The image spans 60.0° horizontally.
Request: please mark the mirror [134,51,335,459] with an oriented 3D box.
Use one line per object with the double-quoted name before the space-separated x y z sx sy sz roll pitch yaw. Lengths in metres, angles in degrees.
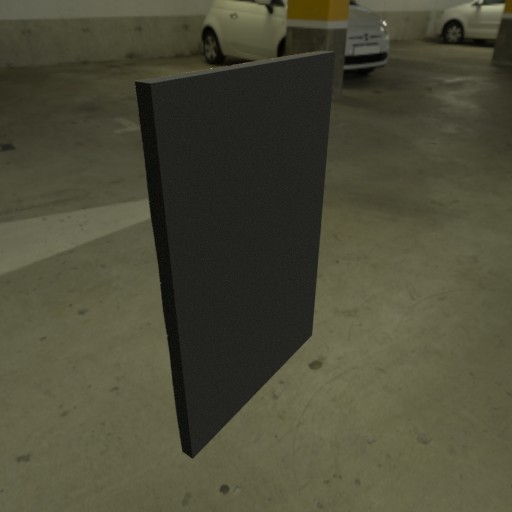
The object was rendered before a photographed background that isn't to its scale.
"mirror" 0.000 0.000 1.135 0.044 0.912 0.606 20 36 31
